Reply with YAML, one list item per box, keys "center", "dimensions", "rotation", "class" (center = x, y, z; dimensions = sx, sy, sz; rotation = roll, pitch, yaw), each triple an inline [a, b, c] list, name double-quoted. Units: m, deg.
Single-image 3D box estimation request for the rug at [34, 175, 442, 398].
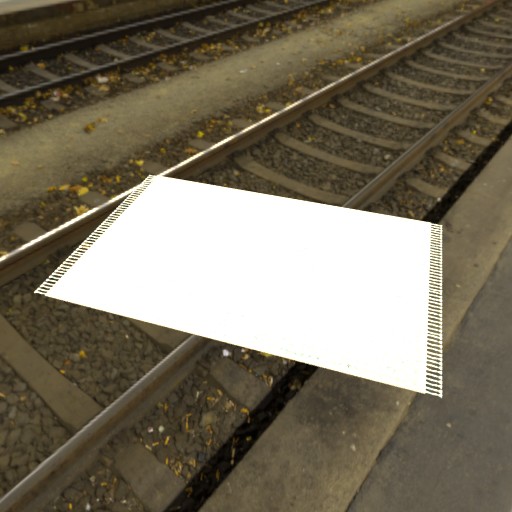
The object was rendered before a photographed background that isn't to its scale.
- center: [0.000, 0.000, 3.052]
  dimensions: [2.438, 0.010, 1.524]
  rotation: [12, 42, 13]
  class: "rug"
